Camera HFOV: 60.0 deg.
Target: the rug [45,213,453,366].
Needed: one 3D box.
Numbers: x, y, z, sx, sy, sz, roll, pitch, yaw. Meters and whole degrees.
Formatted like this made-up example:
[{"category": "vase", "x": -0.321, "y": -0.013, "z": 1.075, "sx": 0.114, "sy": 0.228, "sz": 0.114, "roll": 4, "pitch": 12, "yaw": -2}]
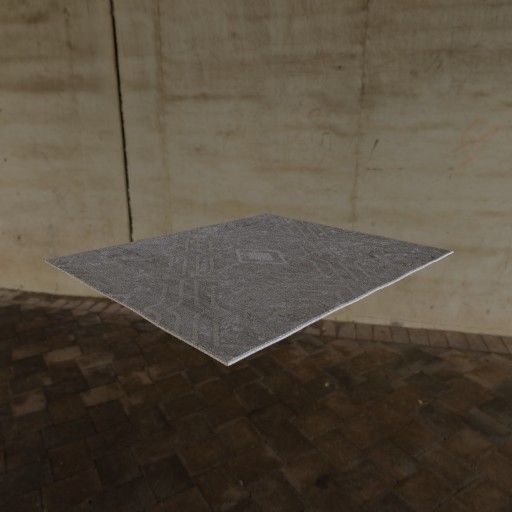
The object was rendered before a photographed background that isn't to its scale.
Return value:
[{"category": "rug", "x": 0.000, "y": 0.000, "z": 0.908, "sx": 0.639, "sy": 0.006, "sz": 0.548, "roll": -17, "pitch": 24, "yaw": -42}]
